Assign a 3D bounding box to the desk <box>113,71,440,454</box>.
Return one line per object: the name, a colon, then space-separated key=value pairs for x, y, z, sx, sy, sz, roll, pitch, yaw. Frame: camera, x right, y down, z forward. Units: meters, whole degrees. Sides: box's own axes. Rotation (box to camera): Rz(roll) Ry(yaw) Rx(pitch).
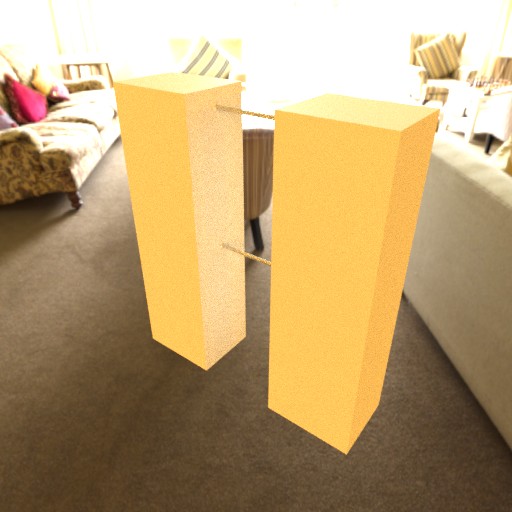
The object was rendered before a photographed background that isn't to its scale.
desk: x=0.000 y=0.000 z=2.853 sx=1.770 sy=2.000 sz=0.480 roll=21 pitch=37 yaw=31
